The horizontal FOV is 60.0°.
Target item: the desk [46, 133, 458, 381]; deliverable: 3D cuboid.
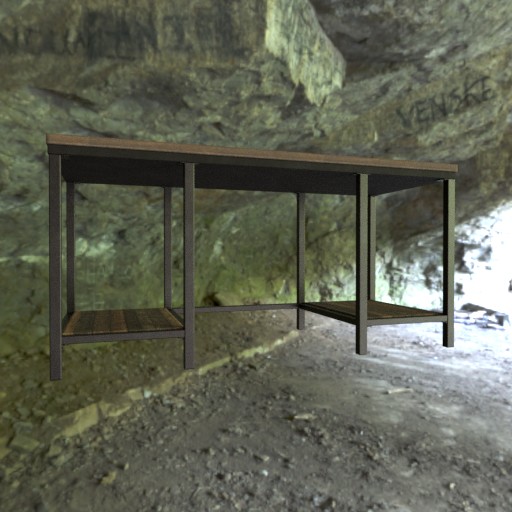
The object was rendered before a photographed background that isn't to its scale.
[{"bbox_3d":[0.000,0.000,1.875,1.538,0.753,0.617,0,1,-18],"label":"desk"}]
